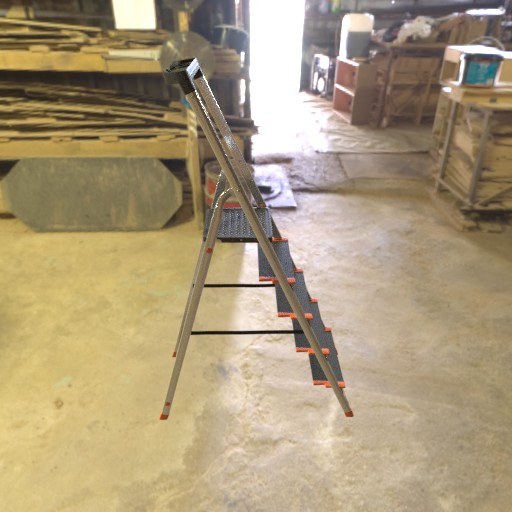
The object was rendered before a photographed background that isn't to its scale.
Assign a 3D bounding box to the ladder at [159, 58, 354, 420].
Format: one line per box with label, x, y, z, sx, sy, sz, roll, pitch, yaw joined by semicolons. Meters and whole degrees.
ladder;0.000;0.000;2.047;0.995;1.646;0.480;-1;31;-1
